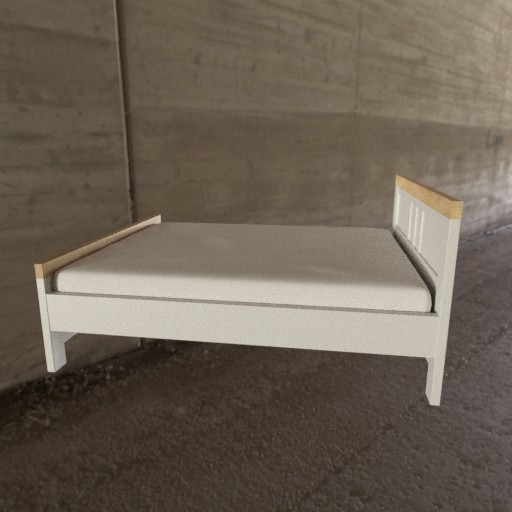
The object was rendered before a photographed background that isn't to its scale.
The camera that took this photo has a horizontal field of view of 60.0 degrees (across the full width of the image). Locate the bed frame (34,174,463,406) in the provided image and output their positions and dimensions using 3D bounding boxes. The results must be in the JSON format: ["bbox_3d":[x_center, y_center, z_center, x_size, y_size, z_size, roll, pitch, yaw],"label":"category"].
[{"bbox_3d":[0.000,0.000,2.954,2.050,0.980,1.670,2,14,9],"label":"bed frame"}]
